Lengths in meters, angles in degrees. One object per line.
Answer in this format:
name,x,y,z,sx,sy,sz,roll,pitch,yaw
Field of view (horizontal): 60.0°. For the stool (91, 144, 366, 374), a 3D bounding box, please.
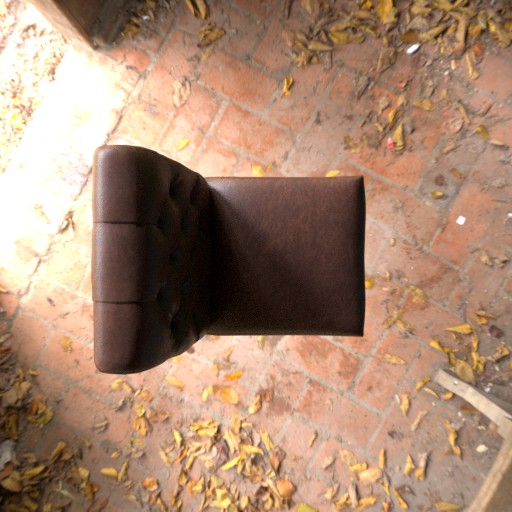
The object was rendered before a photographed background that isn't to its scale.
stool,0.000,0.000,1.408,0.660,1.084,0.486,0,91,1
